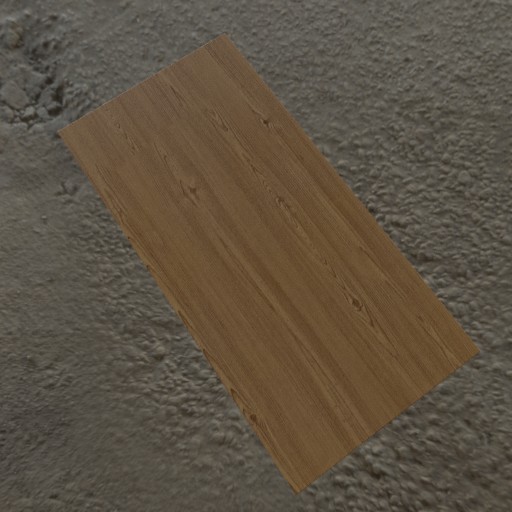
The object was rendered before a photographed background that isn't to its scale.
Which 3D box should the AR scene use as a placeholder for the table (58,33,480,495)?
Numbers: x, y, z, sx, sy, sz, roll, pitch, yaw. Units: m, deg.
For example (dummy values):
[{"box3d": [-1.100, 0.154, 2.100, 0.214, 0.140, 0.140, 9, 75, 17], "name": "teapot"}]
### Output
[{"box3d": [0.000, 0.000, 2.222, 0.901, 0.750, 1.797, -34, 79, -8], "name": "table"}]
